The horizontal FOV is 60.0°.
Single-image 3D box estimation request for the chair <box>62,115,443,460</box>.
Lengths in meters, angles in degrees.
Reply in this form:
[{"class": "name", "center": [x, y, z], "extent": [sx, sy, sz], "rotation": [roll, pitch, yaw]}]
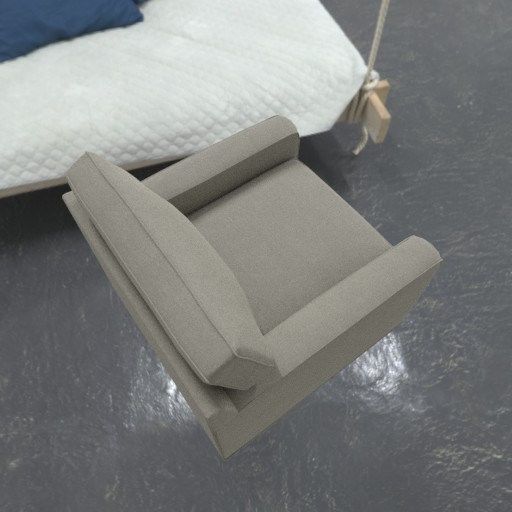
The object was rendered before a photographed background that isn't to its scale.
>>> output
[{"class": "chair", "center": [0.000, 0.000, 1.796], "extent": [1.044, 0.934, 0.999], "rotation": [-32, 63, -18]}]
